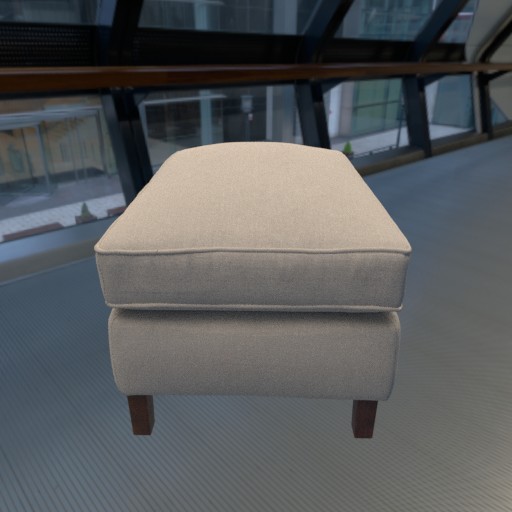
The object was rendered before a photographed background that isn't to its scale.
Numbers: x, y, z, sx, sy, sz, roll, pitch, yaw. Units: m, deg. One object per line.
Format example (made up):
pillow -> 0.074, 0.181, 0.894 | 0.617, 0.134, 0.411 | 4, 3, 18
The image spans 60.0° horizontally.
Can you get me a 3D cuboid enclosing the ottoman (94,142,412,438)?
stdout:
ottoman -> 0.000, 0.000, 0.986 | 0.501, 0.456, 0.665 | 0, 25, 1
